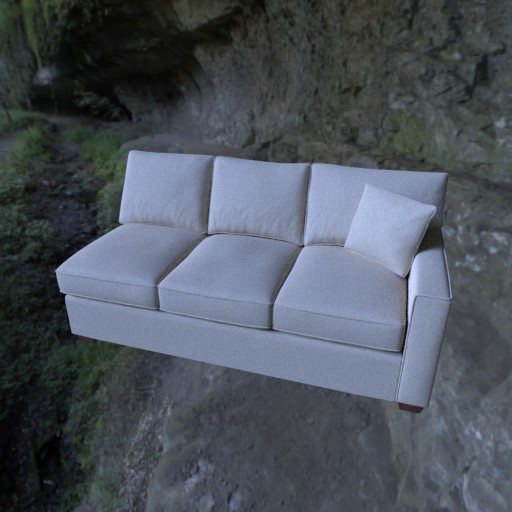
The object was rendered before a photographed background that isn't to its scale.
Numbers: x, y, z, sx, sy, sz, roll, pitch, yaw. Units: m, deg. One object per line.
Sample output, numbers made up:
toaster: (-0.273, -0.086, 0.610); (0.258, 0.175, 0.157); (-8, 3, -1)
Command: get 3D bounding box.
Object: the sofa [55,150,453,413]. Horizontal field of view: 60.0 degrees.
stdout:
sofa: (0.000, 0.000, 2.515); (1.963, 0.946, 1.034); (8, 26, 16)
